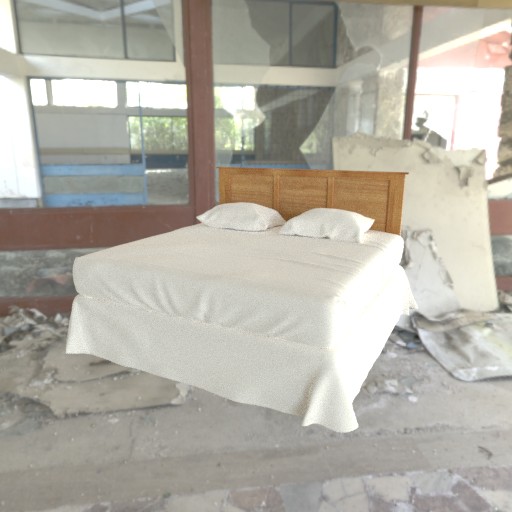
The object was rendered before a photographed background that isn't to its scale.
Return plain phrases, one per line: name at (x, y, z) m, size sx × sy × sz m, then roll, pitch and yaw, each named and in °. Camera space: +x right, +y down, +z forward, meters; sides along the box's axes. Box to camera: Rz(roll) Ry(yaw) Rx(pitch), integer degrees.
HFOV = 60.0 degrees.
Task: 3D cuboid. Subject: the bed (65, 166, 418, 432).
bed at (0.000, 0.000, 3.598) m, size 2.317 × 1.270 × 2.215 m, roll 8°, pitch 16°, yaw 27°
